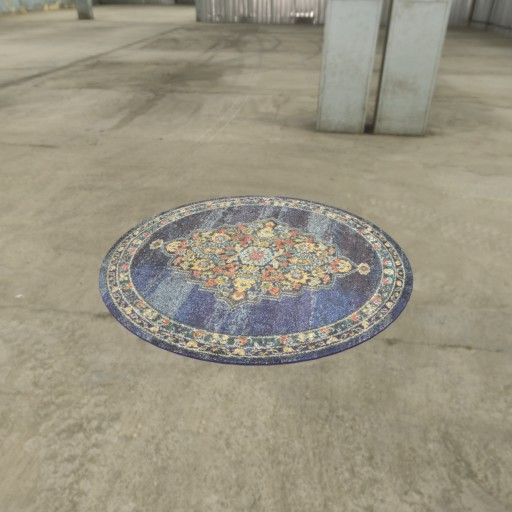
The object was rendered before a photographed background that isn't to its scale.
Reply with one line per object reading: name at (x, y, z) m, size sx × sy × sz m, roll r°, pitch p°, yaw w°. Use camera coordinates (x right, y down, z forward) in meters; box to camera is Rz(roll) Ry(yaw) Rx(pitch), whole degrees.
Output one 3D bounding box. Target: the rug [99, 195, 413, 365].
rug at (0.000, 0.000, 3.514) m, size 2.386 × 0.014 × 2.386 m, roll 0°, pitch 31°, yaw 0°
